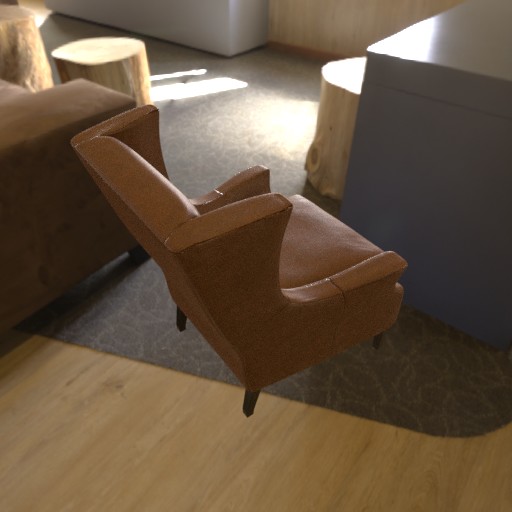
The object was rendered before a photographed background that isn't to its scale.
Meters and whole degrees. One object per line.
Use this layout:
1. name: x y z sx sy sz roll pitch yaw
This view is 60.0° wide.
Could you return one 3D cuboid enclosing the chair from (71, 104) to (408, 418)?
1. chair: 0.000 0.000 1.660 0.925 1.016 0.852 -26 47 -27
